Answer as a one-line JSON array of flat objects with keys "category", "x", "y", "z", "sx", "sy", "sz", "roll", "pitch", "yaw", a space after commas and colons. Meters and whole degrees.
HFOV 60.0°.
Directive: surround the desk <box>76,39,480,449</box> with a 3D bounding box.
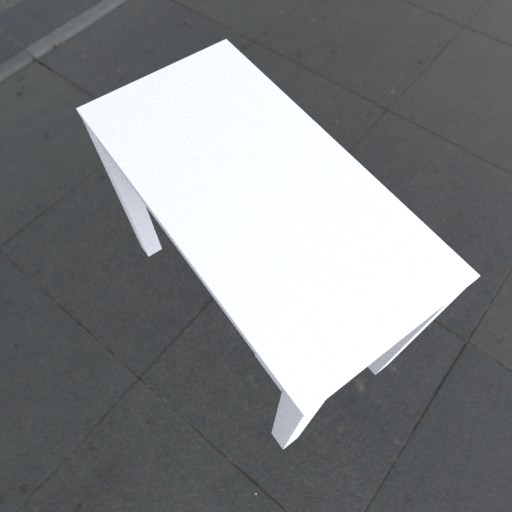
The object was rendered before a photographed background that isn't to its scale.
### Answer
[{"category": "desk", "x": 0.000, "y": 0.000, "z": 1.427, "sx": 0.497, "sy": 0.762, "sz": 0.990, "roll": -33, "pitch": 67, "yaw": -16}]
